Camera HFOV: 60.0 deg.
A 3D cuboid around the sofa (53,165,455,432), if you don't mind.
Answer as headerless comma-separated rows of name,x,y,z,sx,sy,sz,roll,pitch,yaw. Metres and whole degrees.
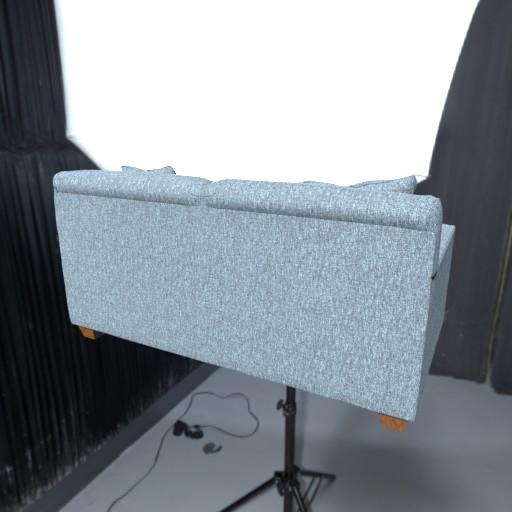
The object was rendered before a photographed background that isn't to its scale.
sofa,0.000,0.000,2.342,1.846,0.958,0.998,9,19,27
